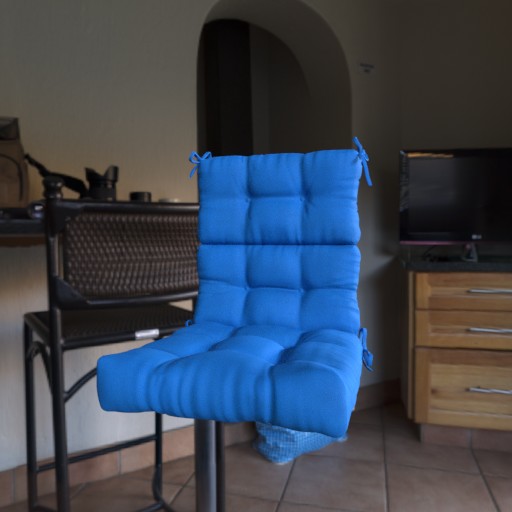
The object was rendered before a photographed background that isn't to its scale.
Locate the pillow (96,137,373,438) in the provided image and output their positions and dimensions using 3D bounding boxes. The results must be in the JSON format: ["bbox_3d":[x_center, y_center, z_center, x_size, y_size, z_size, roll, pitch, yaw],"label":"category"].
[{"bbox_3d":[0.000,0.000,1.023,0.519,0.605,0.571,1,2,17],"label":"pillow"}]
